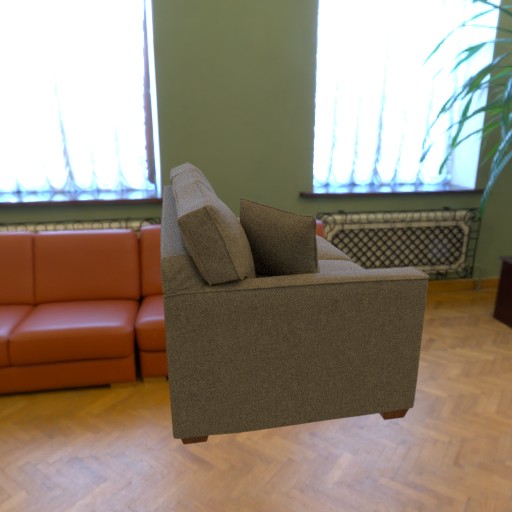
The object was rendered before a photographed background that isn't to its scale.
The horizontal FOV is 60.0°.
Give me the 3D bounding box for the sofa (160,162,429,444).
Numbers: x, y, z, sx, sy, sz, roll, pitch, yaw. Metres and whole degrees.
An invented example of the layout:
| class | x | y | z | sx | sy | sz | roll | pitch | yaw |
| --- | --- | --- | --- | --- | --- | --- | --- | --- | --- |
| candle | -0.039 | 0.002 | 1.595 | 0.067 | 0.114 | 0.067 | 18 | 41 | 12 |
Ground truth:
| class | x | y | z | sx | sy | sz | roll | pitch | yaw |
| --- | --- | --- | --- | --- | --- | --- | --- | --- | --- |
| sofa | 0.000 | 0.000 | 2.558 | 1.034 | 0.946 | 1.963 | -3 | 16 | -11 |
